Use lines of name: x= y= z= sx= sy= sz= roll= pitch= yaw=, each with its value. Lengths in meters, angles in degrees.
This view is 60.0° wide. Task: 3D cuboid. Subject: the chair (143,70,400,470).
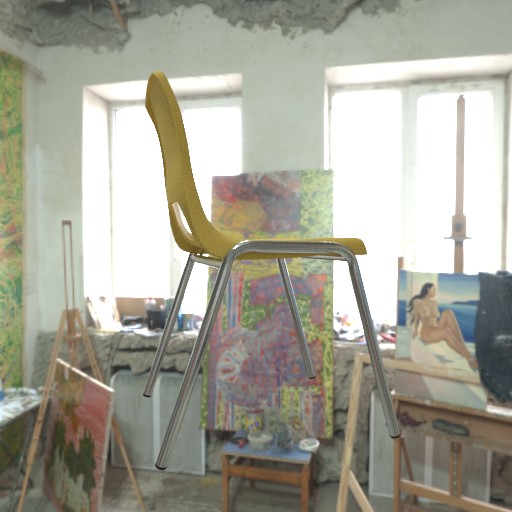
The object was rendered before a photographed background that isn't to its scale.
chair: x=0.000 y=0.000 z=0.906 sx=0.436 sy=0.653 sz=0.381 roll=-1 pitch=2 yaw=-17
